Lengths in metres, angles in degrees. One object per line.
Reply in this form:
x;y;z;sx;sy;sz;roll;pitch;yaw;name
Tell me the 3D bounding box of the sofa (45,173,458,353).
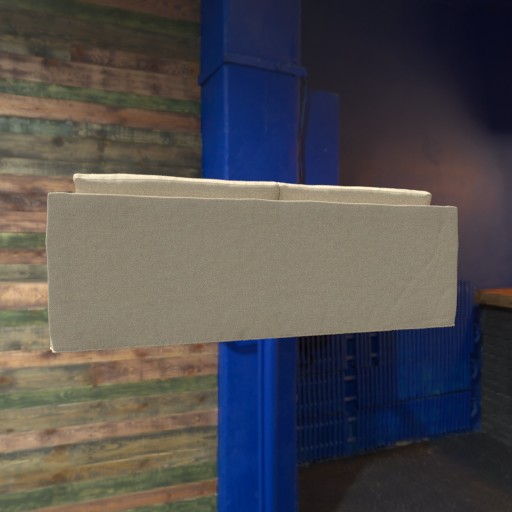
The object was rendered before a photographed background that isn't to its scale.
0.000;0.000;2.777;2.312;0.853;0.962;0;1;-18;sofa
